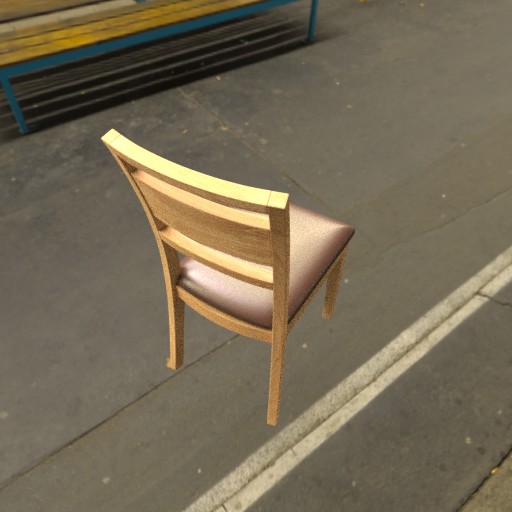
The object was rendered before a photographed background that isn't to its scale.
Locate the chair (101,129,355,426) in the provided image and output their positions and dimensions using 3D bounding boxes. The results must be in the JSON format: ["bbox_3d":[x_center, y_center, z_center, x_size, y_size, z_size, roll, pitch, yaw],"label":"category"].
[{"bbox_3d":[0.000,0.000,1.271,0.420,0.940,0.545,24,52,20],"label":"chair"}]
